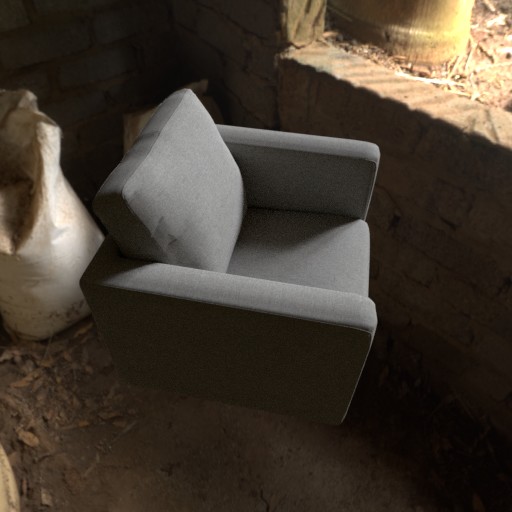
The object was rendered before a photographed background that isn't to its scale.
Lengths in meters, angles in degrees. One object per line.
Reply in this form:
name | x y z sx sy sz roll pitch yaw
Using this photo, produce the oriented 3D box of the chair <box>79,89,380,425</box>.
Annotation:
chair | 0.000 0.000 1.551 0.800 0.927 0.855 8 47 8
